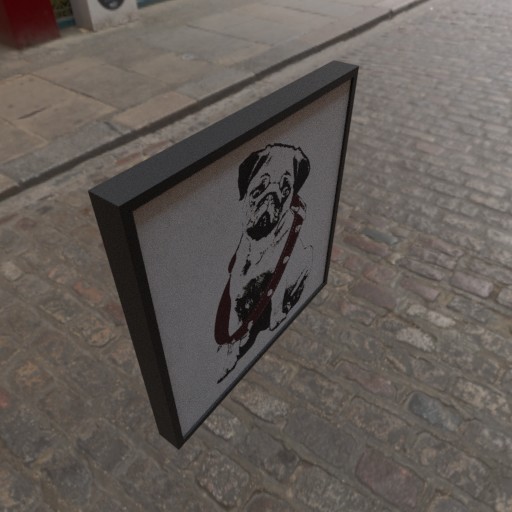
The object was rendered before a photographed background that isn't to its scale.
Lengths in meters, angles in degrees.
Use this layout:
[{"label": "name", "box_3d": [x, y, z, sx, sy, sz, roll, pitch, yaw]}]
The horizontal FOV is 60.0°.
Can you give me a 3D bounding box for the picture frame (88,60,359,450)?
[{"label": "picture frame", "box_3d": [0.000, 0.000, 0.475, 0.030, 0.317, 0.317, 26, 48, 27]}]
